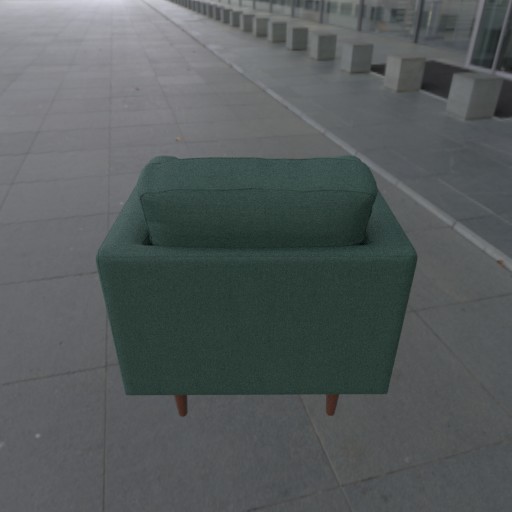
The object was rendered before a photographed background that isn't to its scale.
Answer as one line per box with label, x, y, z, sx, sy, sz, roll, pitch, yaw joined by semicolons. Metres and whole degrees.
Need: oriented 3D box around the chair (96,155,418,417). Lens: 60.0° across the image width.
chair;0.000;0.000;1.595;0.855;0.927;0.800;0;32;0
